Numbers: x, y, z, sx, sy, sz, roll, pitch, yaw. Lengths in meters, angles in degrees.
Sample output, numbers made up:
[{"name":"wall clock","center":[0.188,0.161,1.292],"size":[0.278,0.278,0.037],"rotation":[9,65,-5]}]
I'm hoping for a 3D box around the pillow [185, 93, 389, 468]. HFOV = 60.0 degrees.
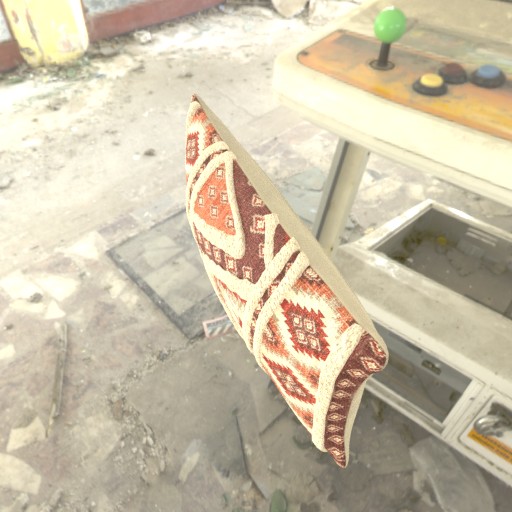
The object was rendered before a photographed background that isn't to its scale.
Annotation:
[{"name":"pillow","center":[0.000,0.000,0.714],"size":[0.161,0.295,0.608],"rotation":[-17,48,-16]}]
